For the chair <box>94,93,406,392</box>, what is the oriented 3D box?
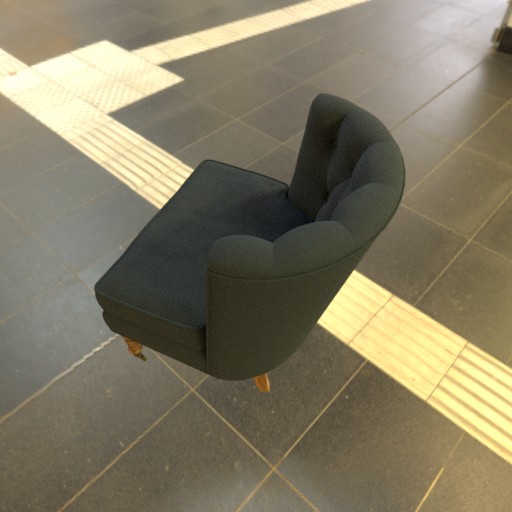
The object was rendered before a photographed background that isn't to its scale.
[{"bbox_3d":[0.000,0.000,1.353,0.718,0.771,0.740,18,50,16],"label":"chair"}]
